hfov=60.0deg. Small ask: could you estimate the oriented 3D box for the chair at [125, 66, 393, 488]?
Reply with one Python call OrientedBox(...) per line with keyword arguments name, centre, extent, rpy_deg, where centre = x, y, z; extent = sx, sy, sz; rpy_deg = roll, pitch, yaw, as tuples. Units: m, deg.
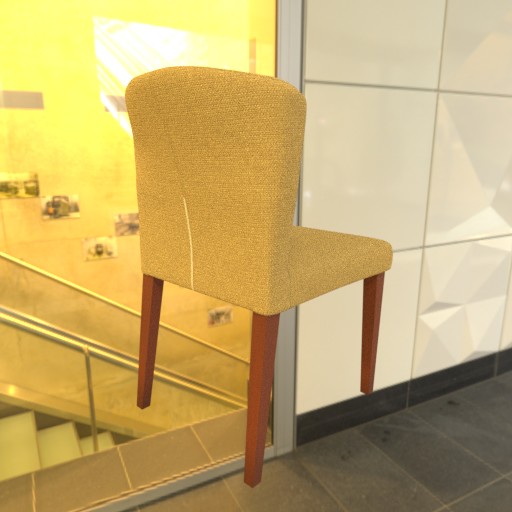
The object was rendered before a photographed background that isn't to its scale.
OrientedBox(name="chair", centre=(0.000, 0.000, 1.144), extent=(0.491, 0.839, 0.589), rpy_deg=(13, 19, 42))
